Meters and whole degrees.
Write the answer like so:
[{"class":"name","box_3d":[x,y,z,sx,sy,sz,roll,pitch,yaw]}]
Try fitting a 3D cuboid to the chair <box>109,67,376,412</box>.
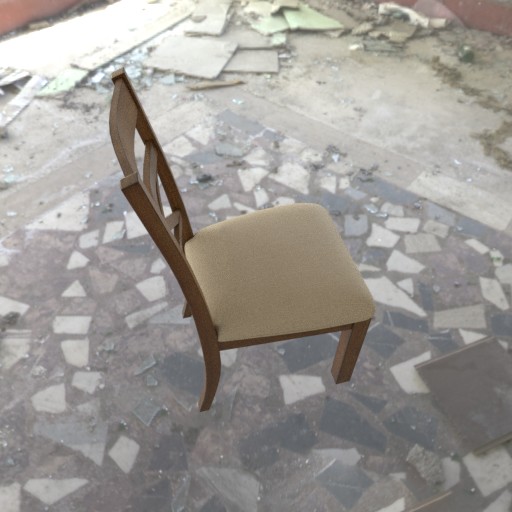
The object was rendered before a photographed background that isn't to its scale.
[{"class":"chair","box_3d":[0.000,0.000,1.240,0.581,0.949,0.461,-11,50,-9]}]
